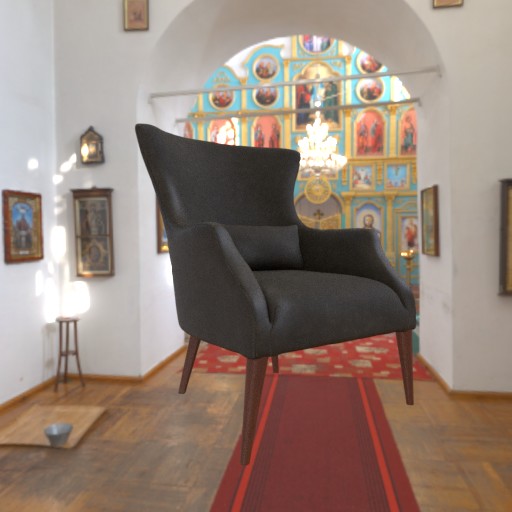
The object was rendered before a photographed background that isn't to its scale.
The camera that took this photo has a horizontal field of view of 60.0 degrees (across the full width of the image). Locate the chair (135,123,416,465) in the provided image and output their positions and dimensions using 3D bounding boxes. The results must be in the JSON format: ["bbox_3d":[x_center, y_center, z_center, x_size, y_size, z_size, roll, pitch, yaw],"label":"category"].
[{"bbox_3d":[0.000,0.000,1.727,0.819,1.068,0.954,-1,1,-37],"label":"chair"}]
